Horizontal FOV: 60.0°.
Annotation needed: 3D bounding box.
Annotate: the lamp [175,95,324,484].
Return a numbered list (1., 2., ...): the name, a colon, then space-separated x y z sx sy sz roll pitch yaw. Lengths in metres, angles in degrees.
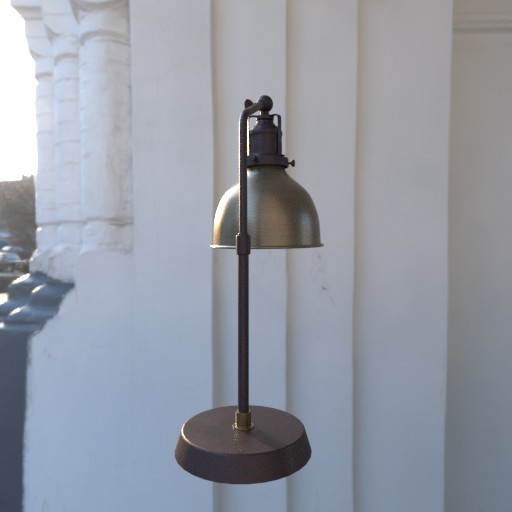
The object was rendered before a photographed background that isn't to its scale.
1. lamp: 0.000 0.000 0.602 0.175 0.469 0.298 0 1 17
